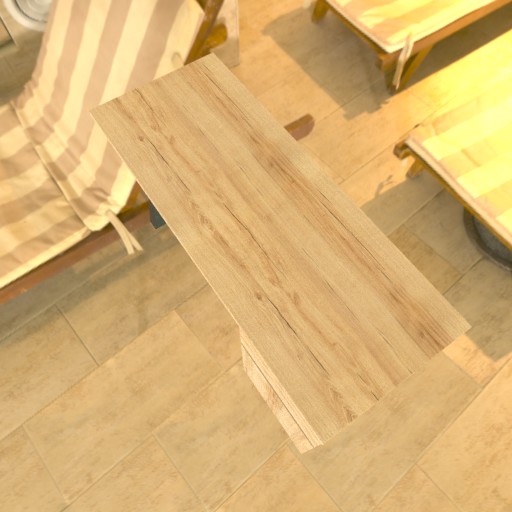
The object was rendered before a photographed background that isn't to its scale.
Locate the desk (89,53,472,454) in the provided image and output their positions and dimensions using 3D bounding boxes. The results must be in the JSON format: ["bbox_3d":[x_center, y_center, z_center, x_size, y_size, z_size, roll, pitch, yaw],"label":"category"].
[{"bbox_3d":[0.000,0.000,1.810,0.550,0.760,1.400,-32,68,-15],"label":"desk"}]
